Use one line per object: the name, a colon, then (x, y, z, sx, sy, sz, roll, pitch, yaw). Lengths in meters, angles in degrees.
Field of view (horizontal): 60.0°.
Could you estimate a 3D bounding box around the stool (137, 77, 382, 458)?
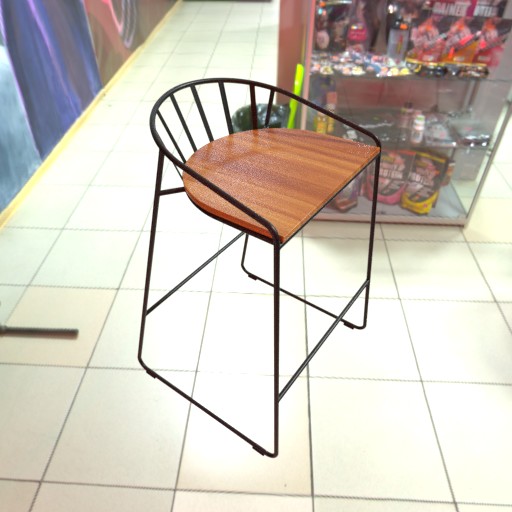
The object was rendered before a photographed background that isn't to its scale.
stool: (0.000, 0.000, 1.183, 0.521, 0.812, 0.546, 25, 47, 26)
